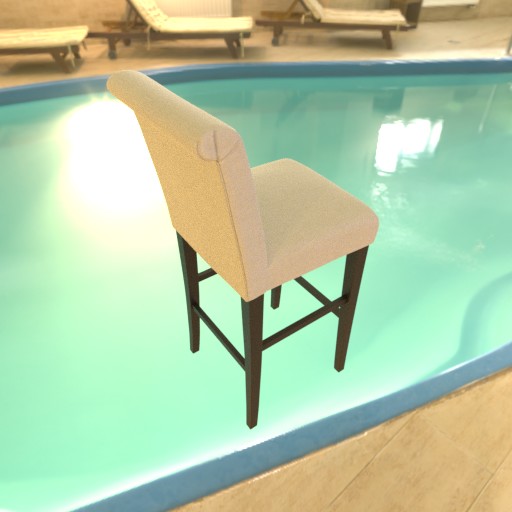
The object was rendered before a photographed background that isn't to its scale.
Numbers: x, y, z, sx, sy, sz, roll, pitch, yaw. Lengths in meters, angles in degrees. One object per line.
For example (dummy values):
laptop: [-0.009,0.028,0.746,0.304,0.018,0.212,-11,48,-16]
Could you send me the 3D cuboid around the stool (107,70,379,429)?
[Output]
stool: [0.000,0.000,1.417,0.597,1.124,0.452,-24,45,-27]
